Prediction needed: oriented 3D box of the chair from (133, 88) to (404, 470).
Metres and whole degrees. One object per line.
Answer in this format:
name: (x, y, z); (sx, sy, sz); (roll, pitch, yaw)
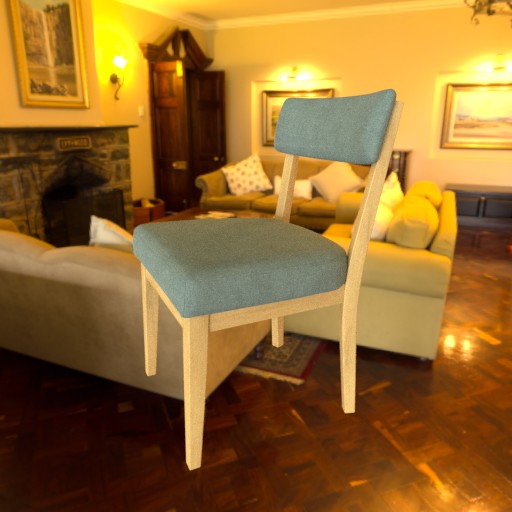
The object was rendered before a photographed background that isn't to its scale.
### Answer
chair: (0.000, 0.000, 1.194); (0.572, 0.832, 0.508); (-8, 19, -24)
